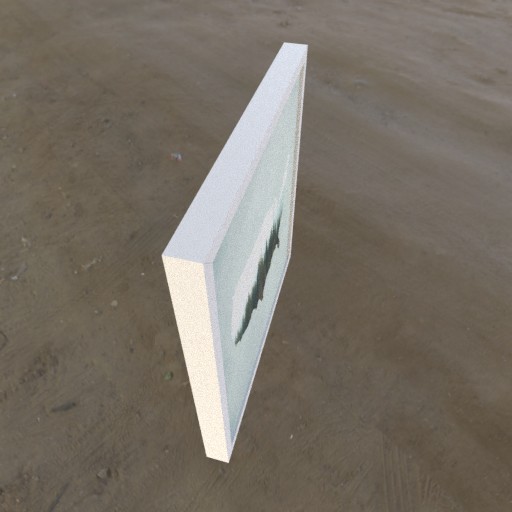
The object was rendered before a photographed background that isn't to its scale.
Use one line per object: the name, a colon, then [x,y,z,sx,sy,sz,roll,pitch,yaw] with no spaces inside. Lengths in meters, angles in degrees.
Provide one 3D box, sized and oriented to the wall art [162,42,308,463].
wall art: [0.000,0.000,0.450,0.024,0.304,0.304,11,48,10]
